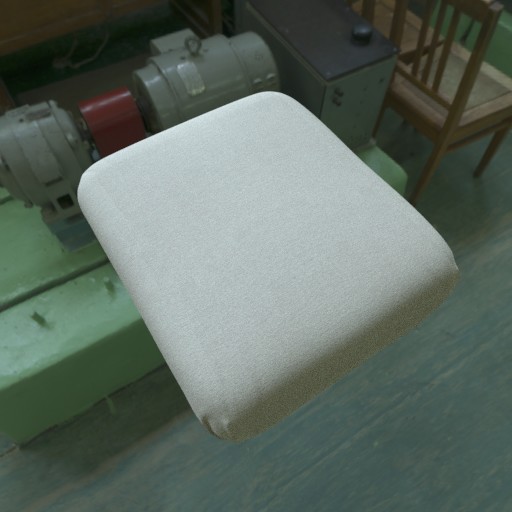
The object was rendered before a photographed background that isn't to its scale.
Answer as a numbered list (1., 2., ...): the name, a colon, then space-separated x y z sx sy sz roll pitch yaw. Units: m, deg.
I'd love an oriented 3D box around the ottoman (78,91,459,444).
1. ottoman: 0.000 0.000 1.130 0.639 0.450 0.746 -29 62 -17
